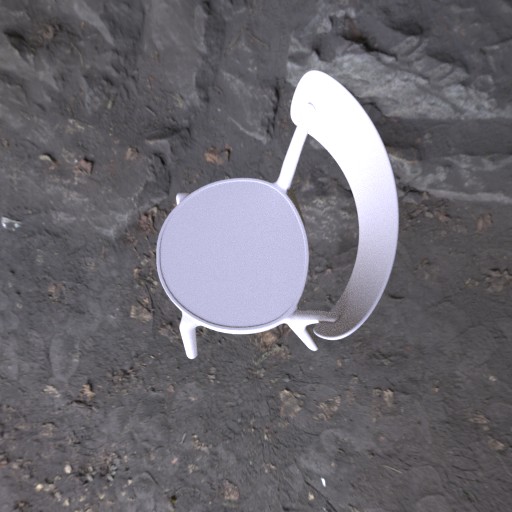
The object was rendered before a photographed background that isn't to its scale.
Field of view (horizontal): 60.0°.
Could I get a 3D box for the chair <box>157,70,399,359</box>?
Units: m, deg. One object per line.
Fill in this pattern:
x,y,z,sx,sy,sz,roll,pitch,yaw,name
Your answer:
0.000,0.000,1.143,0.491,0.790,0.506,-4,74,-1,chair
